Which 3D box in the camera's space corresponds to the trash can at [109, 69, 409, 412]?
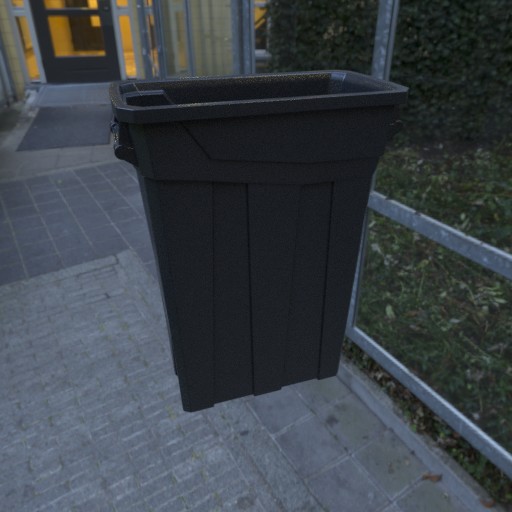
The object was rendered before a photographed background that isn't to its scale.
[{"bbox_3d":[0.000,0.000,1.046,0.559,0.762,0.281,-9,32,-15],"label":"trash can"}]
